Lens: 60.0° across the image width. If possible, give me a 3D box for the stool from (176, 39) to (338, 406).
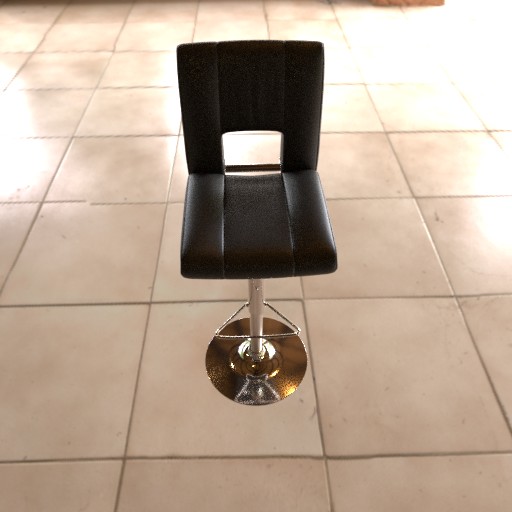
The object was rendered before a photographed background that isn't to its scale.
[{"bbox_3d":[0.000,0.000,1.412,0.415,1.151,0.520,-2,47,-2],"label":"stool"}]
